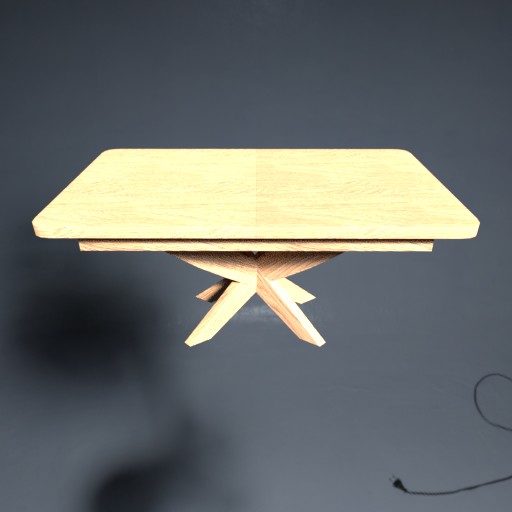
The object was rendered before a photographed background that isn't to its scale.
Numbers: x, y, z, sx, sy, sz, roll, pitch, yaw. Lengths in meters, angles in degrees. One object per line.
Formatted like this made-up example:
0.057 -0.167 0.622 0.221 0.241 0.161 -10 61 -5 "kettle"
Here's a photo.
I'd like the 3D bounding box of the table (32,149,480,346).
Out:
0.000 0.000 2.140 1.600 0.770 0.950 0 30 0 "table"
